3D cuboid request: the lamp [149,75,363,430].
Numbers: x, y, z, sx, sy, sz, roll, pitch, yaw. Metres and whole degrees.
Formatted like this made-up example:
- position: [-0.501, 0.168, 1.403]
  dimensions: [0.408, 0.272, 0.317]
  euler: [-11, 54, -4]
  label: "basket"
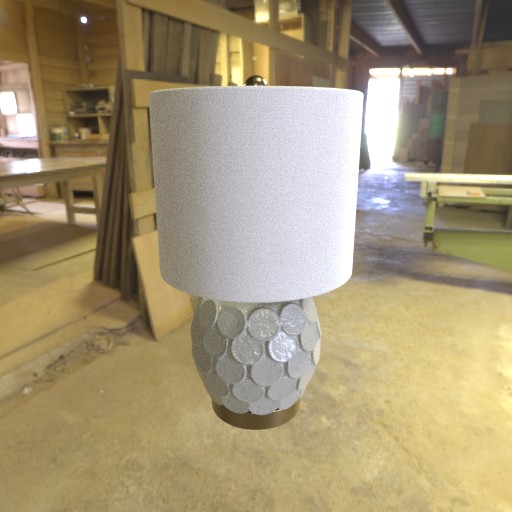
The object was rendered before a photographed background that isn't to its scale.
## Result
- position: [0.000, 0.000, 0.596]
  dimensions: [0.254, 0.452, 0.254]
  euler: [0, 17, 0]
  label: "lamp"
